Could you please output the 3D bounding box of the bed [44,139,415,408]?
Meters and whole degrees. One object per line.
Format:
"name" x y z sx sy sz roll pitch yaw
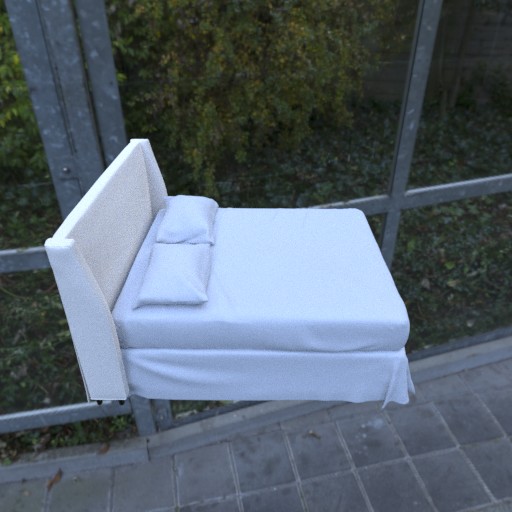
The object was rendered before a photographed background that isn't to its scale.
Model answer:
"bed" 0.000 0.000 3.501 2.276 1.332 1.925 0 32 1
